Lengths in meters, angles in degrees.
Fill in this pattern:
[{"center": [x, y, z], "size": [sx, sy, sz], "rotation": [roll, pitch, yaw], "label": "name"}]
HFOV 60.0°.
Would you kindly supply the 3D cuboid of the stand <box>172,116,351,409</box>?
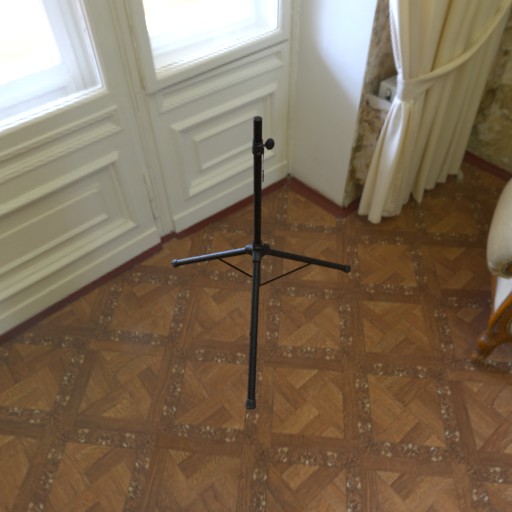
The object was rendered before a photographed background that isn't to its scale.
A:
[{"center": [0.000, 0.000, 1.912], "size": [1.045, 1.136, 0.907], "rotation": [3, 48, 3], "label": "stand"}]
